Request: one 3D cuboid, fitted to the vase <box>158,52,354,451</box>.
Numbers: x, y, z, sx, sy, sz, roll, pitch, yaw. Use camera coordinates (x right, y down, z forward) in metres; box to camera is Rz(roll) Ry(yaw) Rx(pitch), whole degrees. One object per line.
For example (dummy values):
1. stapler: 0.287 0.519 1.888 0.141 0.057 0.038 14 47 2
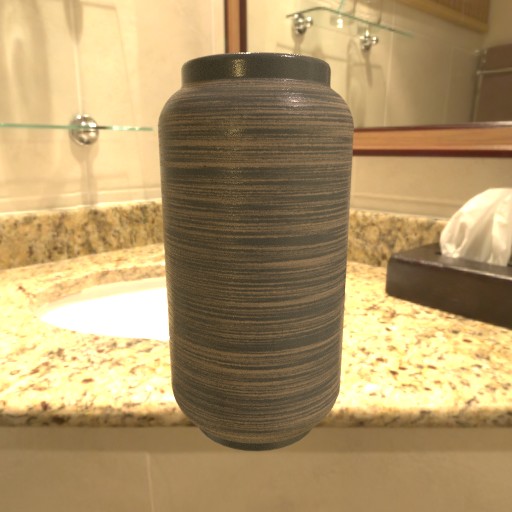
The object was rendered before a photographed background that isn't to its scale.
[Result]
1. vase: 0.000 0.000 0.288 0.116 0.230 0.116 0 14 0
